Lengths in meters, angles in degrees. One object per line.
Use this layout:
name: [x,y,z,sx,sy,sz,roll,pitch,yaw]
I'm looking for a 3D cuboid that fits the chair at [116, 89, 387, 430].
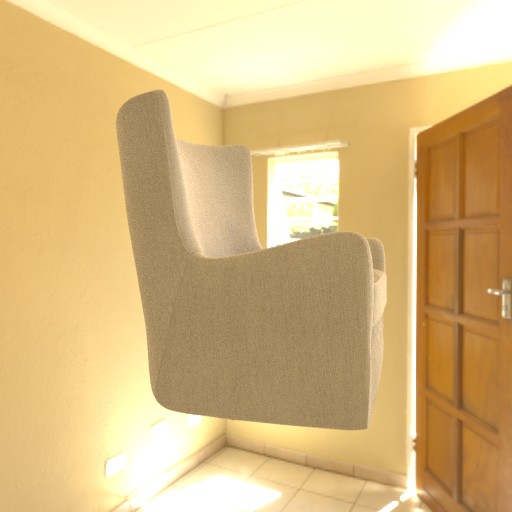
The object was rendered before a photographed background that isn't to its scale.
chair: [0.000,0.000,1.616,0.904,1.000,0.779,0,1,19]
